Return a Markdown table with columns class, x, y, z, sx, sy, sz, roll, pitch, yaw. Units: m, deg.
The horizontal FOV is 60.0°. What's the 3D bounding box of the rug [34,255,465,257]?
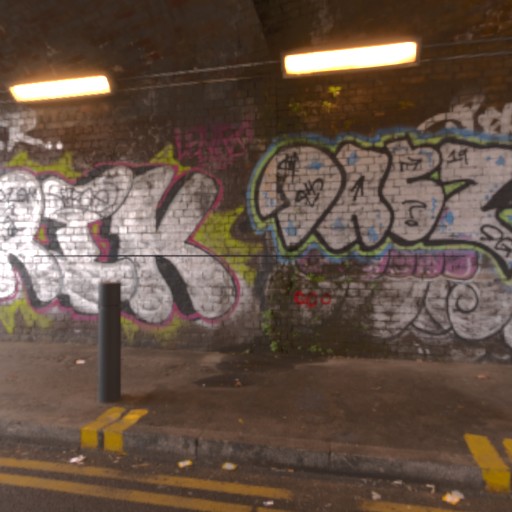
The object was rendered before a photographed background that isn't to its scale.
| class | x | y | z | sx | sy | sz | roll | pitch | yaw |
| --- | --- | --- | --- | --- | --- | --- | --- | --- | --- |
| rug | 0.000 | 0.000 | 2.233 | 1.819 | 0.005 | 1.200 | 0 | 0 | -37 |
